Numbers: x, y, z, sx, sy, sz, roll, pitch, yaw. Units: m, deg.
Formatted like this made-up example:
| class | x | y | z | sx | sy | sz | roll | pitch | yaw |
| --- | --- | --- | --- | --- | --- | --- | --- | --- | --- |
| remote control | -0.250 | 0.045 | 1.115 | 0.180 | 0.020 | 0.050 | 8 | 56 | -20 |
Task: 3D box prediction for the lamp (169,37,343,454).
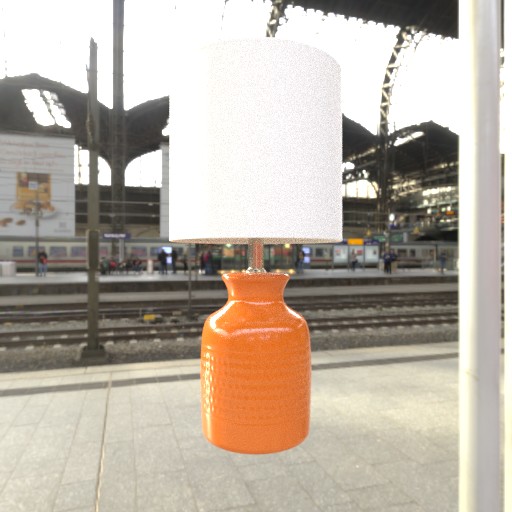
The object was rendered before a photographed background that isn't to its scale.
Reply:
| class | x | y | z | sx | sy | sz | roll | pitch | yaw |
| --- | --- | --- | --- | --- | --- | --- | --- | --- | --- |
| lamp | 0.000 | 0.000 | 1.089 | 0.418 | 0.871 | 0.418 | 0 | 0 | -19 |
